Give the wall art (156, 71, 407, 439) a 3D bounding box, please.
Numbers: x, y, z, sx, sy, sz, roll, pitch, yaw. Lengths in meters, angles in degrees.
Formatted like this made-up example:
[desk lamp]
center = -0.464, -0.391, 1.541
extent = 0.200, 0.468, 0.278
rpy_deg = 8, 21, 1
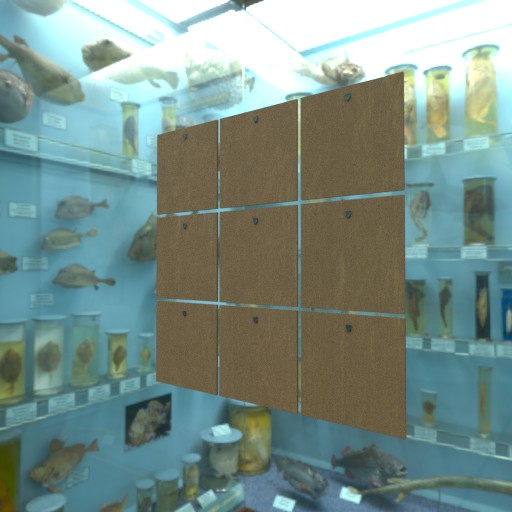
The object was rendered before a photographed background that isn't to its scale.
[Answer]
[wall art]
center = 0.000, 0.000, 2.287
extent = 1.526, 1.522, 0.023
rpy_deg = -1, -1, 36
